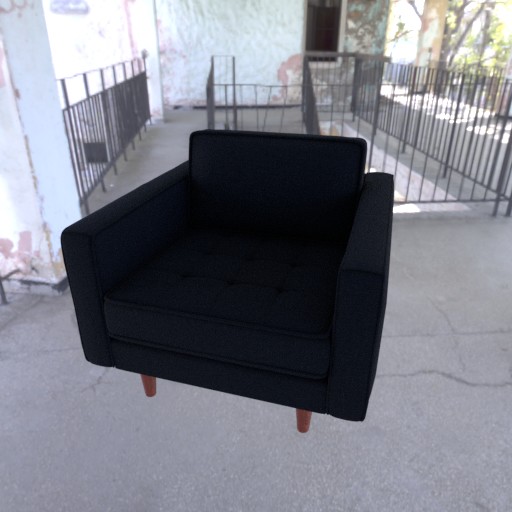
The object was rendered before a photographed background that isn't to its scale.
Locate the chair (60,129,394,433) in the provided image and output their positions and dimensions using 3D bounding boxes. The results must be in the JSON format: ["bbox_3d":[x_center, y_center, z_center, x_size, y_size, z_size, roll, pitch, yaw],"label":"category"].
[{"bbox_3d":[0.000,0.000,1.571,0.899,0.770,0.920,8,27,15],"label":"chair"}]
